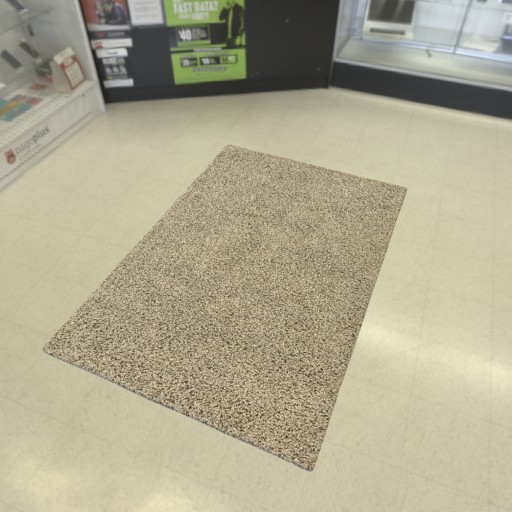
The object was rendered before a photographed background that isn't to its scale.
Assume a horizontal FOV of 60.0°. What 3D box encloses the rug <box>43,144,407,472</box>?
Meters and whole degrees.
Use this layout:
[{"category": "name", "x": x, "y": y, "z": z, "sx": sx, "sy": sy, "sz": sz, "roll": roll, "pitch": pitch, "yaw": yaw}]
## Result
[{"category": "rug", "x": 0.000, "y": 0.000, "z": 2.288, "sx": 1.219, "sy": 0.030, "sz": 1.778, "roll": 18, "pitch": 48, "yaw": 16}]
